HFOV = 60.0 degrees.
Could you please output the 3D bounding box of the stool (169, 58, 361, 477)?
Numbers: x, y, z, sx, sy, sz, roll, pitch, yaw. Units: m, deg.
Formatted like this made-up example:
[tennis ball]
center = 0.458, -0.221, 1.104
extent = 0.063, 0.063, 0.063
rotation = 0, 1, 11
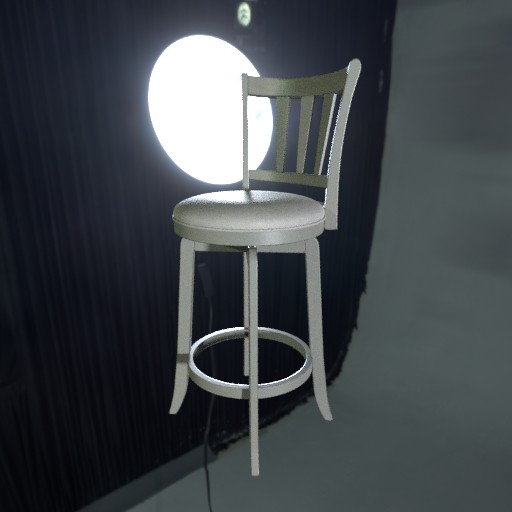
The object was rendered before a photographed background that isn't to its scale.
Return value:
[stool]
center = 0.000, 0.000, 1.282
extent = 0.475, 1.042, 0.436
rotation = -15, 22, -43
